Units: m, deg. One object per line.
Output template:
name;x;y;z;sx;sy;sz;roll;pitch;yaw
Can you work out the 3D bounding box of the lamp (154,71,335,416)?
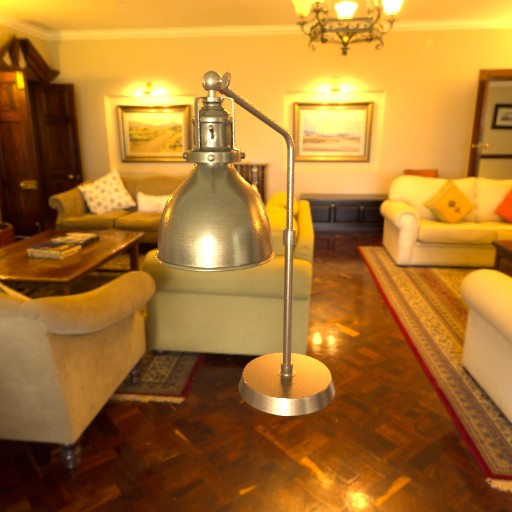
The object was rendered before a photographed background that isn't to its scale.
lamp;0.000;0.000;0.602;0.286;0.456;0.153;-14;20;-41
